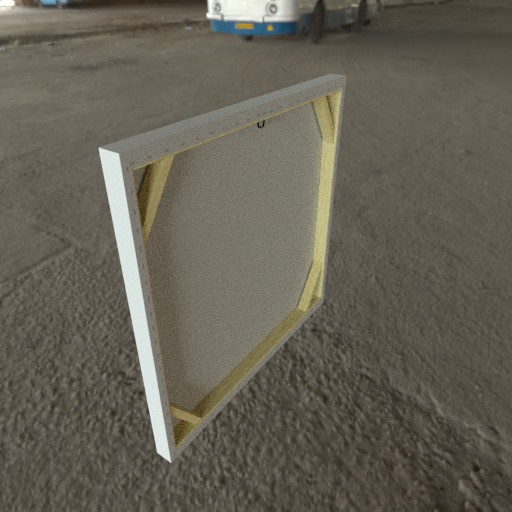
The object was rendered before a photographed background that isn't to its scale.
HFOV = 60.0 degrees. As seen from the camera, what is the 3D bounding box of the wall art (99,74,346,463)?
[{"bbox_3d":[0.000,0.000,0.904,0.038,0.610,0.610,21,38,30],"label":"wall art"}]
